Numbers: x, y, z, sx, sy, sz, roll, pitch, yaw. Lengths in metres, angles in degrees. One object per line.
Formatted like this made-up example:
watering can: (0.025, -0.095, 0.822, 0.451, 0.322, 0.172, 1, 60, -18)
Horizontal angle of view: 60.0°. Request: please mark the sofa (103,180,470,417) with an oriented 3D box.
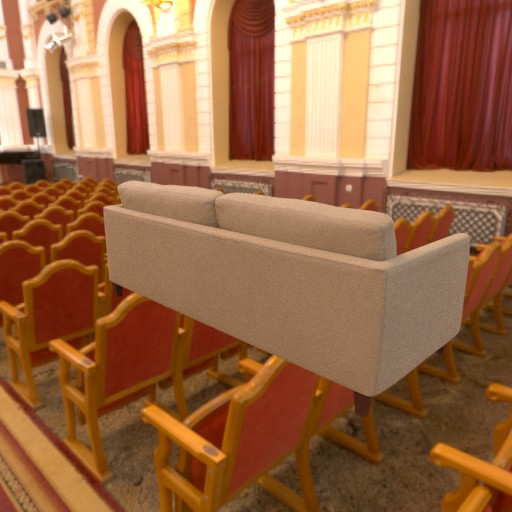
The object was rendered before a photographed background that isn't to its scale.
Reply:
sofa: (0.000, 0.000, 2.951, 2.404, 0.912, 0.988, 14, 20, 43)
